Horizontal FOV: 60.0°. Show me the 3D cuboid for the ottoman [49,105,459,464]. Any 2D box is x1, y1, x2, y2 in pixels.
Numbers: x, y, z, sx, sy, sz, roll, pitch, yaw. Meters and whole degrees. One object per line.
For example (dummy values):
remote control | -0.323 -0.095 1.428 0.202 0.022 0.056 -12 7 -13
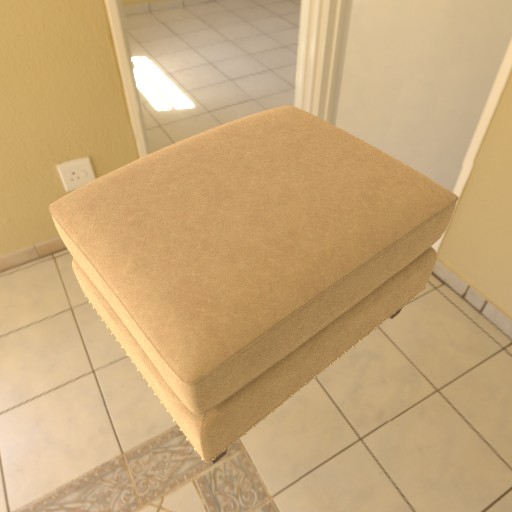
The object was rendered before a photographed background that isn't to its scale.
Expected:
ottoman | 0.000 0.000 1.109 0.741 0.513 0.584 -30 53 -26
